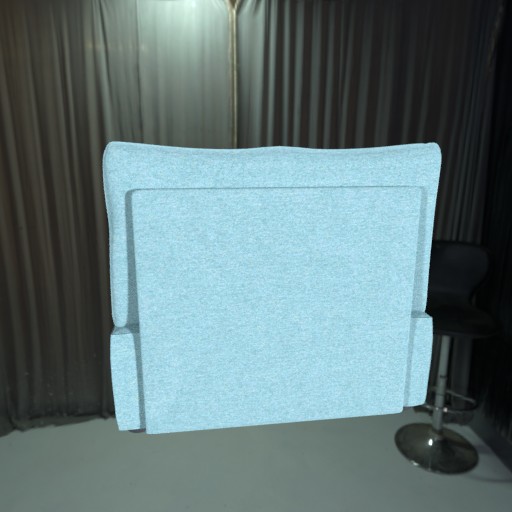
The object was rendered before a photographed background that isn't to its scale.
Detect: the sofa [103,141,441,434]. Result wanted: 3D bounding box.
[{"bbox_3d":[0.000,0.000,1.685,0.930,0.820,1.000,-2,13,-8],"label":"sofa"}]
